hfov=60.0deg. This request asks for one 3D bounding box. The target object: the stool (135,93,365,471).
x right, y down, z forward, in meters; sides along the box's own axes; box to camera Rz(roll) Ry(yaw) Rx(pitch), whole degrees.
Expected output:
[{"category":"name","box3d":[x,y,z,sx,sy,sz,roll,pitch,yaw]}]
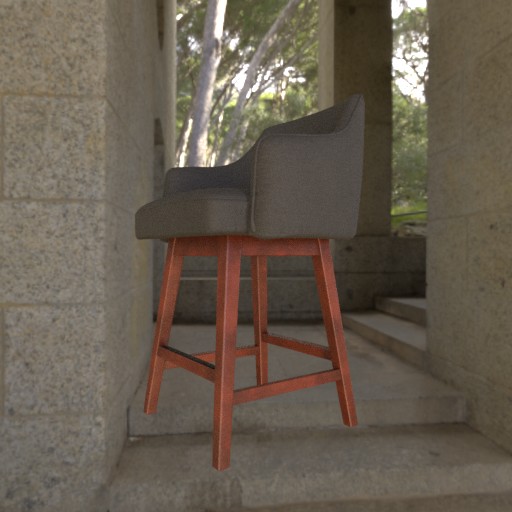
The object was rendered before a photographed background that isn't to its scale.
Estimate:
[{"category":"stool","box3d":[0.000,0.000,1.259,0.558,0.912,0.548,0,1,-35]}]
